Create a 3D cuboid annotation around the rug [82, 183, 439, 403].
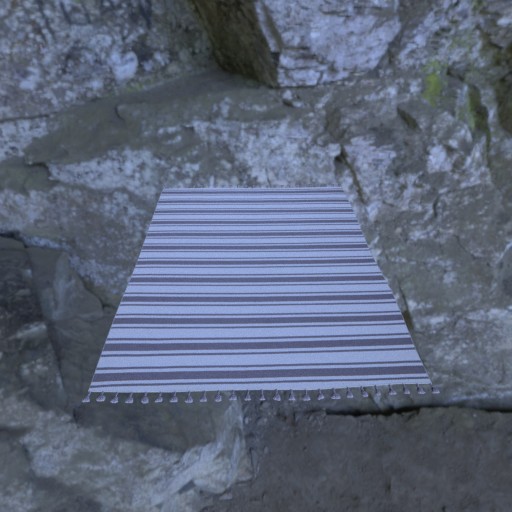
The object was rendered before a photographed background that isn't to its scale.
[{"bbox_3d":[0.000,0.000,3.769,2.030,0.017,3.040,-1,32,-1],"label":"rug"}]
